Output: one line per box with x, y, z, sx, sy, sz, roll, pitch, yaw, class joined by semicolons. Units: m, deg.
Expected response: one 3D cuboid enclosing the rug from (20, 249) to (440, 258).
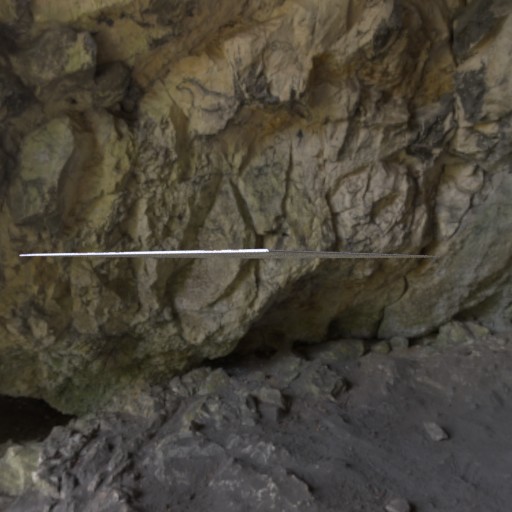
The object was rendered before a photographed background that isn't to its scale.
0.000;0.000;4.010;2.423;0.014;3.040;-1;-1;37;rug
